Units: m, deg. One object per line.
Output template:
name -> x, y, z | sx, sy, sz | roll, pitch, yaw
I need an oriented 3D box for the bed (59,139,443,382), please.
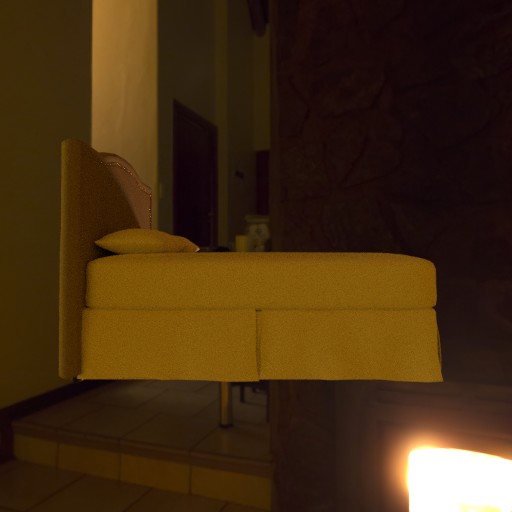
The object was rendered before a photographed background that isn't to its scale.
bed -> 0.000, 0.000, 3.252 | 2.128, 1.441, 1.744 | 0, -1, 0
